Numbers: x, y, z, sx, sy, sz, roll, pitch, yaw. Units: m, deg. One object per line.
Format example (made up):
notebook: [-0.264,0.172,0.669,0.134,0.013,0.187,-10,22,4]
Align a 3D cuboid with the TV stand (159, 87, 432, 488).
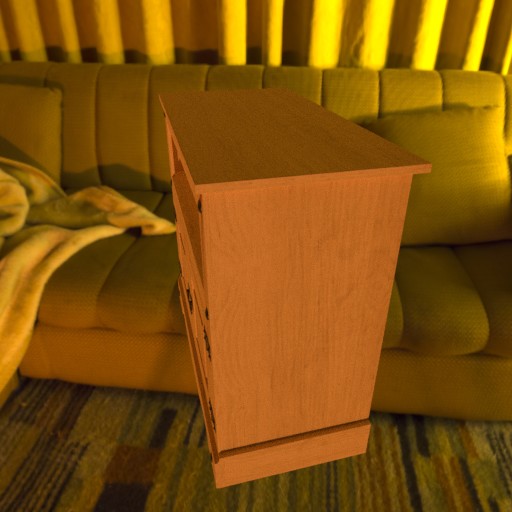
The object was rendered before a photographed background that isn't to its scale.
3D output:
TV stand: [0.000,0.000,1.297,0.430,0.787,0.851,-7,30,-13]
